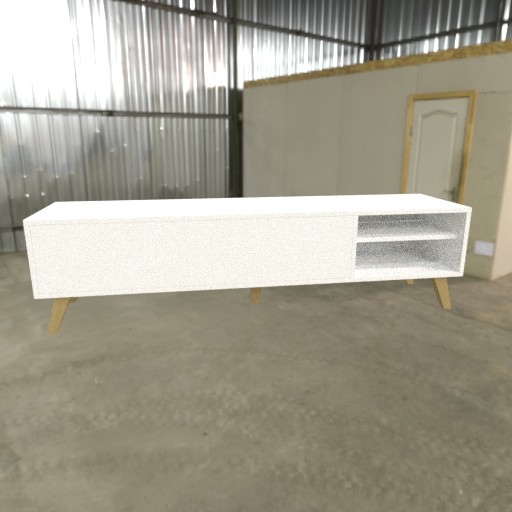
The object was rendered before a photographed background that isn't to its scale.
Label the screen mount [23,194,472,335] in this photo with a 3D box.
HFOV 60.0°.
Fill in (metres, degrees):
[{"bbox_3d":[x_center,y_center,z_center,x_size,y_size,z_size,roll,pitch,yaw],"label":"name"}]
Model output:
[{"bbox_3d":[0.000,0.000,1.855,1.644,0.432,0.399,-2,16,-9],"label":"screen mount"}]
